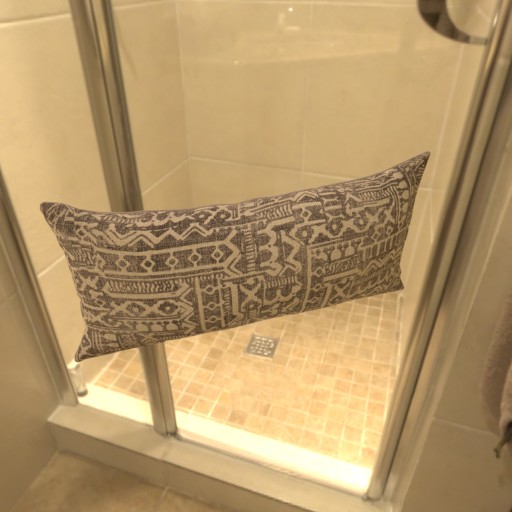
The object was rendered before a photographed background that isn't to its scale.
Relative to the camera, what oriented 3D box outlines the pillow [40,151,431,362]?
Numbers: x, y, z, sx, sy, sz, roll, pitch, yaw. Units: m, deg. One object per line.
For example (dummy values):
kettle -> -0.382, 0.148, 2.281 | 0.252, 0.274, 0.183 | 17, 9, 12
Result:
pillow -> 0.000, 0.000, 0.737 | 0.631, 0.290, 0.148 | -10, 35, -15
